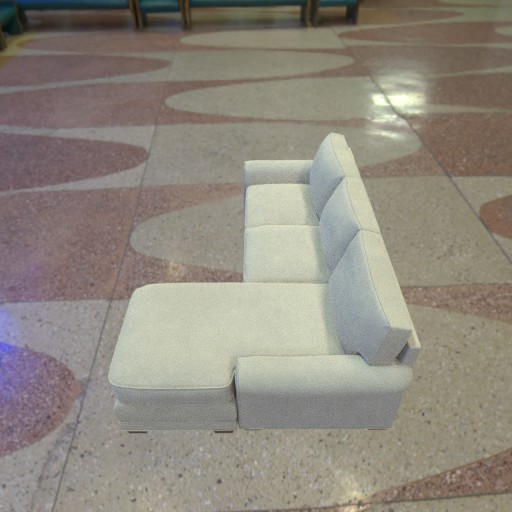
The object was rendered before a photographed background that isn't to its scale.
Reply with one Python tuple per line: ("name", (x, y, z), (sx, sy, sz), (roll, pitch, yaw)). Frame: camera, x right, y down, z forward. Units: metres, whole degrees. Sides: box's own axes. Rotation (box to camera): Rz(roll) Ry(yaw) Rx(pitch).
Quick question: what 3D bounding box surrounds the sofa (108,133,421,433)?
("sofa", (0.000, 0.000, 2.403), (1.226, 0.734, 1.770), (0, 40, 0))
